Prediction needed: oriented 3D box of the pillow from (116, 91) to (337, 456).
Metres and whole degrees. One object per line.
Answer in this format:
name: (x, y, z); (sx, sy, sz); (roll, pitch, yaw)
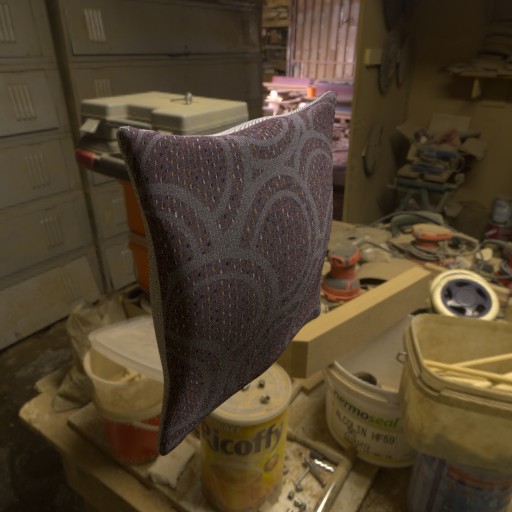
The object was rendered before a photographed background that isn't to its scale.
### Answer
pillow: (0.000, 0.000, 0.782); (0.163, 0.513, 0.514); (17, 30, 32)
